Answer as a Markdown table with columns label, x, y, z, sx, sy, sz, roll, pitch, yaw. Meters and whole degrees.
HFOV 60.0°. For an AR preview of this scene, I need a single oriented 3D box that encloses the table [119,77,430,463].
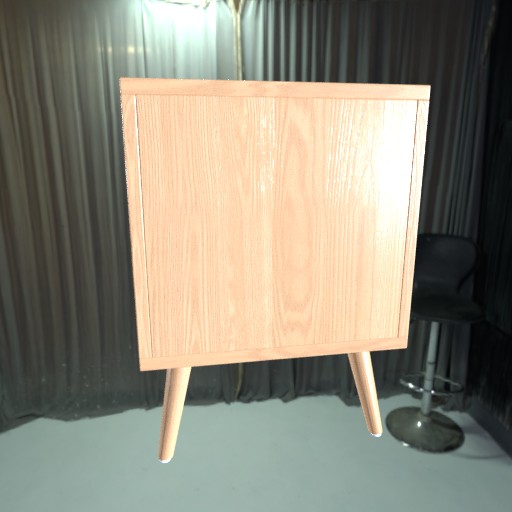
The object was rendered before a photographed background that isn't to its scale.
| label | x | y | z | sx | sy | sz | roll | pitch | yaw |
| --- | --- | --- | --- | --- | --- | --- | --- | --- | --- |
| table | 0.000 | 0.000 | 0.813 | 0.400 | 0.550 | 0.400 | -3 | 14 | -10 |
